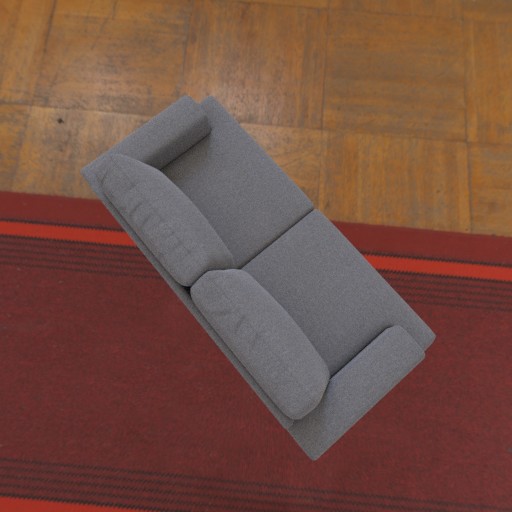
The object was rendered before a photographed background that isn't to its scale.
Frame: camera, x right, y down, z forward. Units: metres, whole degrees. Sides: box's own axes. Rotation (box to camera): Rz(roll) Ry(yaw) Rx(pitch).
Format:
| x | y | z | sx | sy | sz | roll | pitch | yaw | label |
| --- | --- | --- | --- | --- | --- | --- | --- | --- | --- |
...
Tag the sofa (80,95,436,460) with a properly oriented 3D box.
| x | y | z | sx | sy | sz | roll | pitch | yaw | label |
| --- | --- | --- | --- | --- | --- | --- | --- | --- | --- |
| 0.000 | 0.000 | 2.081 | 0.785 | 0.810 | 1.650 | -39 | 79 | -9 | sofa |
